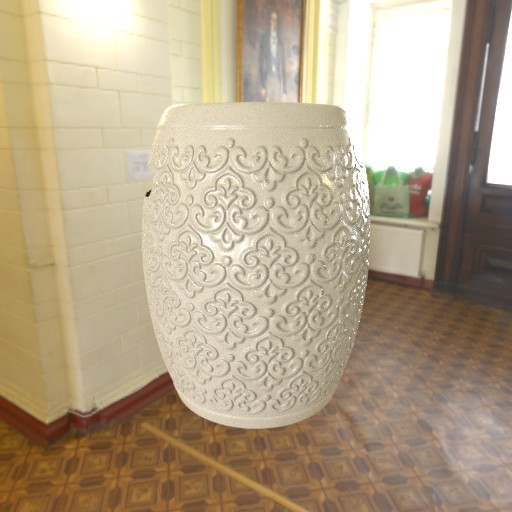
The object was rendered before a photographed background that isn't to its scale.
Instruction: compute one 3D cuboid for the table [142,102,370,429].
[{"bbox_3d":[0.000,0.000,0.624,0.309,0.397,0.309,0,15,0],"label":"table"}]
